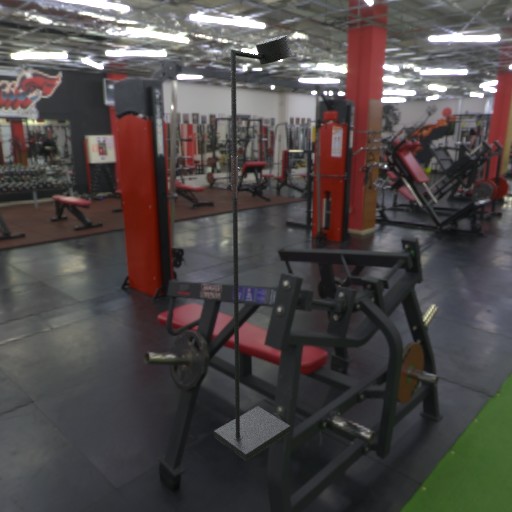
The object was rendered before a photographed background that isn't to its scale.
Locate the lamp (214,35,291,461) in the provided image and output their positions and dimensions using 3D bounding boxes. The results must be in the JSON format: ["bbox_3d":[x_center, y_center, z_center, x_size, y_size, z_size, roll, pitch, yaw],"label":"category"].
[{"bbox_3d":[0.000,0.000,1.724,0.304,1.600,0.203,-14,20,-42],"label":"lamp"}]
